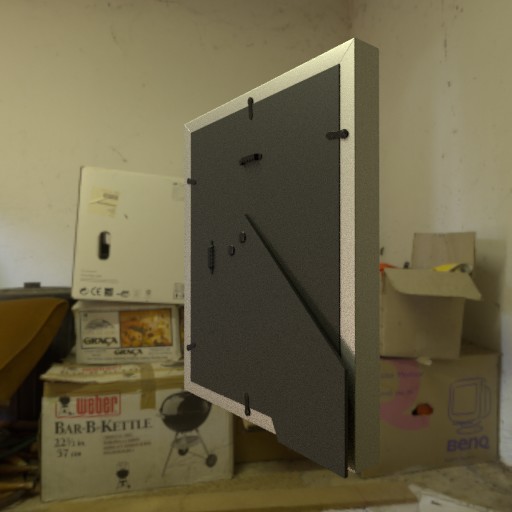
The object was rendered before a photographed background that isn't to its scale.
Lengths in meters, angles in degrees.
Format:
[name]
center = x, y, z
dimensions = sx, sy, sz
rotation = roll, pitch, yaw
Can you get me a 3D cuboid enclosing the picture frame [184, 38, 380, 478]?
[picture frame]
center = 0.000, 0.000, 0.384
dimensions = 0.036, 0.282, 0.233
rotation = 0, -1, -37
